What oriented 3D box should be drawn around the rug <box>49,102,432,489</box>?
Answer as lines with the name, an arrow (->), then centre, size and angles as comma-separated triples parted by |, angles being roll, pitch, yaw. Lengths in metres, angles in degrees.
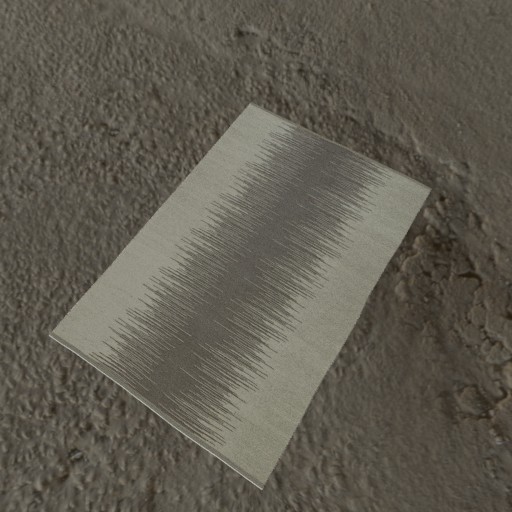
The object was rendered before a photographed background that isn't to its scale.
rug -> 0.000, 0.000, 2.338 | 1.226, 0.007, 1.815 | 30, 68, 14
